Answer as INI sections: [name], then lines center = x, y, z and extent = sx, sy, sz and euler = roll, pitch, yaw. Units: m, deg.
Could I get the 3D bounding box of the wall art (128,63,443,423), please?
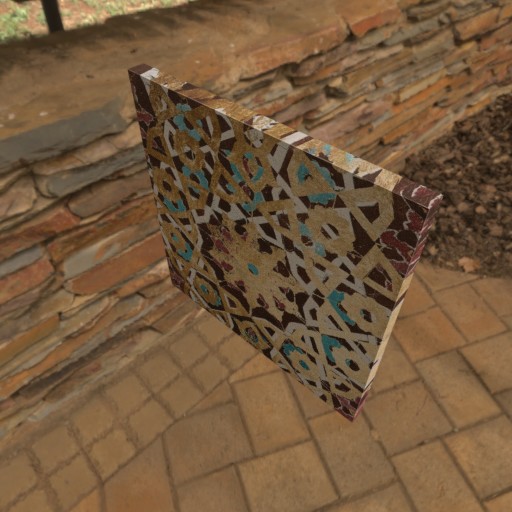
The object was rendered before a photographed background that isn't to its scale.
[wall art]
center = 0.000, 0.000, 0.916
extent = 0.609, 0.613, 0.041
euler = 33, 54, 28
